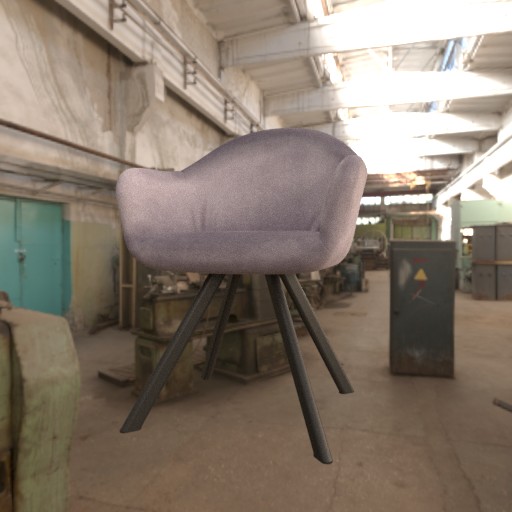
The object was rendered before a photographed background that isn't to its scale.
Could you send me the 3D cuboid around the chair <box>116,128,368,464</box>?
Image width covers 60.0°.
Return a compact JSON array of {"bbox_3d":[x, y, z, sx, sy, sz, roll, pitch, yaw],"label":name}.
[{"bbox_3d":[0.000,0.000,1.164,0.570,0.780,0.540,0,2,18],"label":"chair"}]
